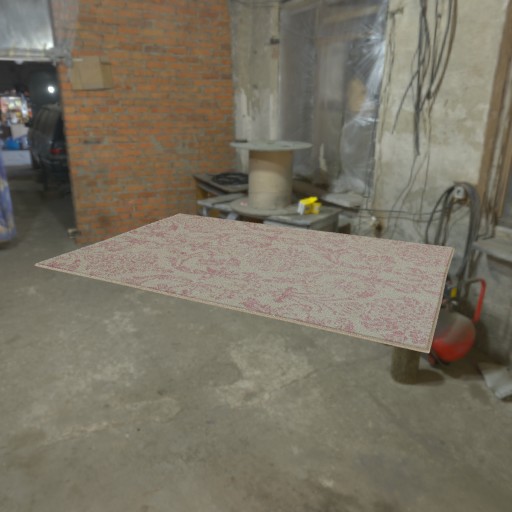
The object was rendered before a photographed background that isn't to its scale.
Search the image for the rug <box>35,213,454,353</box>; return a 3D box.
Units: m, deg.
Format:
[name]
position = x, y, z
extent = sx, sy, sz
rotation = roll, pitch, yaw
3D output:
[rug]
position = 0.000, 0.000, 2.316
extent = 1.839, 0.012, 1.219
rotation = 9, 21, 25
